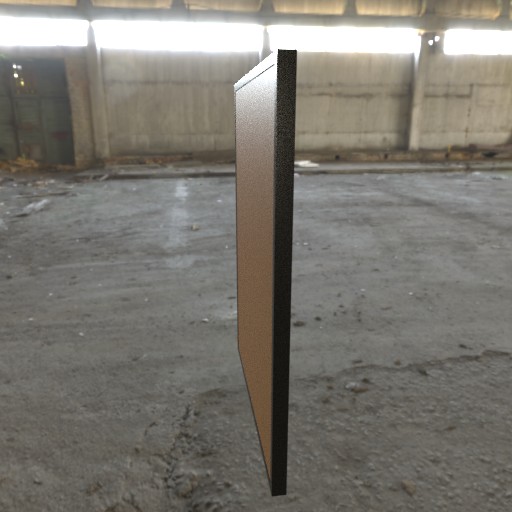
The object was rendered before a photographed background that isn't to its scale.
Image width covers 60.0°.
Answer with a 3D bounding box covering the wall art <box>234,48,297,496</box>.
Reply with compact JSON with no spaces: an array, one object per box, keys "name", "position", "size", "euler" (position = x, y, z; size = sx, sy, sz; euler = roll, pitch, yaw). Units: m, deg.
[{"name":"wall art","position":[0.000,0.000,1.380],"size":[0.039,1.061,0.804],"euler":[-2,17,-8]}]
